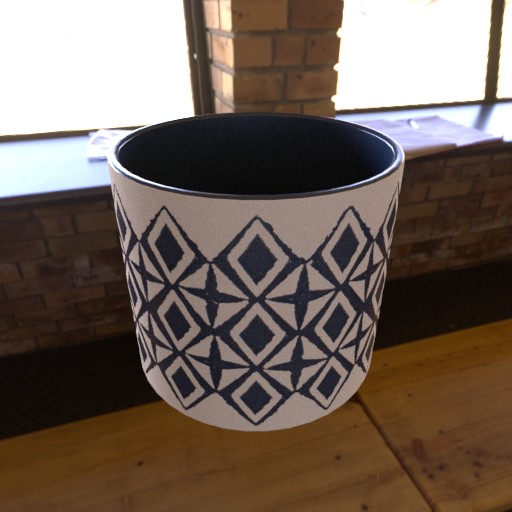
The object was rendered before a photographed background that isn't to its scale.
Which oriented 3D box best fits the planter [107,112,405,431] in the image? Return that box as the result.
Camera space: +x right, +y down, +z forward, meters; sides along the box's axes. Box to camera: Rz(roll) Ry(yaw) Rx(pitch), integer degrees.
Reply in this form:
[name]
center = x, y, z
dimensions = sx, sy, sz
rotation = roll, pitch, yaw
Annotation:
[planter]
center = 0.000, 0.000, 0.320
dimensions = 0.182, 0.165, 0.182
rotation = 0, 30, 0
